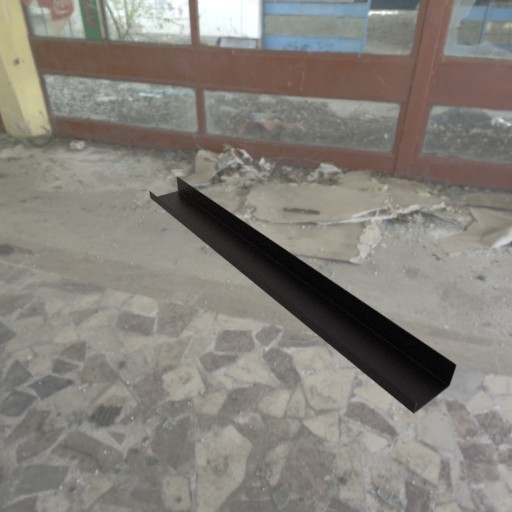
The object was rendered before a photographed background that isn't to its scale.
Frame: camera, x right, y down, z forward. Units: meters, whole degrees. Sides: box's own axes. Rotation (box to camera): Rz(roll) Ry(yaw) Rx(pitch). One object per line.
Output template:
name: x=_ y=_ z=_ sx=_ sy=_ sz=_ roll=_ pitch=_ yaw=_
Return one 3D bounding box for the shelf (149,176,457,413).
shelf: x=0.000 y=0.000 z=0.984 sx=0.092 sy=0.049 sz=0.924 roll=-21 pitch=38 yaw=-30
